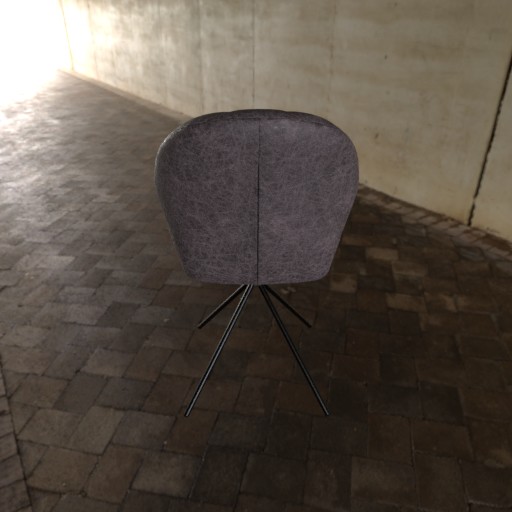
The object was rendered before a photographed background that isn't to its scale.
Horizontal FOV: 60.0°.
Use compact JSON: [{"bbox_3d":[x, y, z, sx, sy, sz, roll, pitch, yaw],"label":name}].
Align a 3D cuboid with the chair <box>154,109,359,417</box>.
[{"bbox_3d":[0.000,0.000,1.295,0.527,0.934,0.640,0,29,-1],"label":"chair"}]
